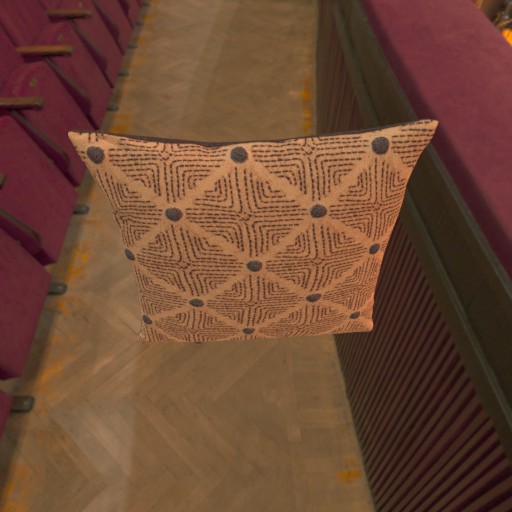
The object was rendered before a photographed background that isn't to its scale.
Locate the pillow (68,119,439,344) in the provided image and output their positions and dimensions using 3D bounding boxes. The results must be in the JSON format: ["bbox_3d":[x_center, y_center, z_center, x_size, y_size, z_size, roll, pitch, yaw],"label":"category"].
[{"bbox_3d":[0.000,0.000,0.782,0.510,0.510,0.145,-3,47,-2],"label":"pillow"}]
